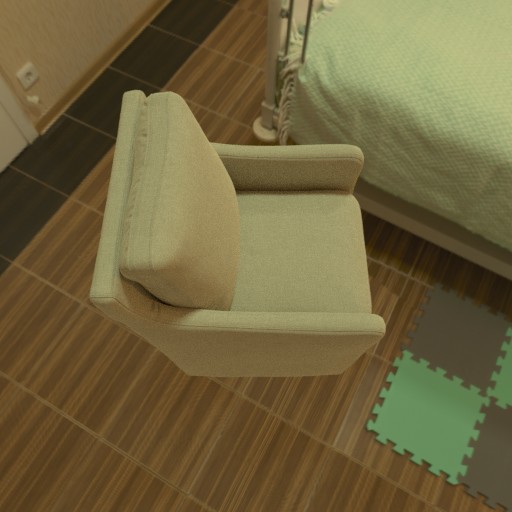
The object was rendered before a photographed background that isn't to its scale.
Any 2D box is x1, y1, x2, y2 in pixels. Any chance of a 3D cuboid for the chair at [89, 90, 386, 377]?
[{"bbox_3d":[0.000,0.000,1.389,0.694,0.914,0.626,0,65,0],"label":"chair"}]
